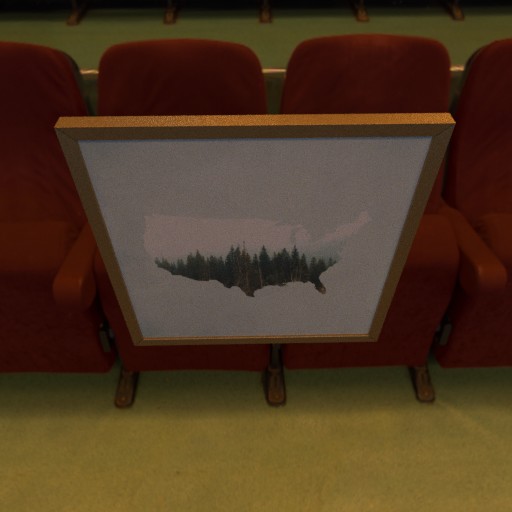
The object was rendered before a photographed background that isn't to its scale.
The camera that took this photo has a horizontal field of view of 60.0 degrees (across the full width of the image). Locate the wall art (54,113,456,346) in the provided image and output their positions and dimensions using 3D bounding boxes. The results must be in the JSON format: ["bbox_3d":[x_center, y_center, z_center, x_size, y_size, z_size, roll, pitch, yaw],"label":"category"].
[{"bbox_3d":[0.000,0.000,1.130,0.762,0.762,0.038,-1,47,-1],"label":"wall art"}]
